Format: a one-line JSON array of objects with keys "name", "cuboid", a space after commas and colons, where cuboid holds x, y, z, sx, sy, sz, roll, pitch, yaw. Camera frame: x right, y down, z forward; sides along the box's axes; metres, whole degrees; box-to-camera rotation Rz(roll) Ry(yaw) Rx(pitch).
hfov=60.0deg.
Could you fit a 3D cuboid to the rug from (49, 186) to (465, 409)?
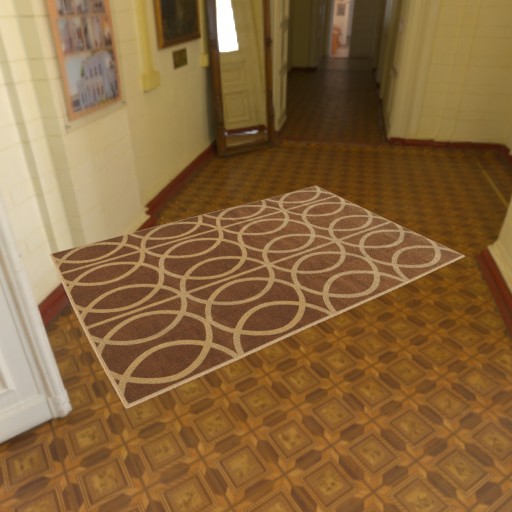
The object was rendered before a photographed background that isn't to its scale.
[{"name": "rug", "cuboid": [0.000, 0.000, 2.911, 2.294, 0.014, 1.528, -18, 35, -28]}]
